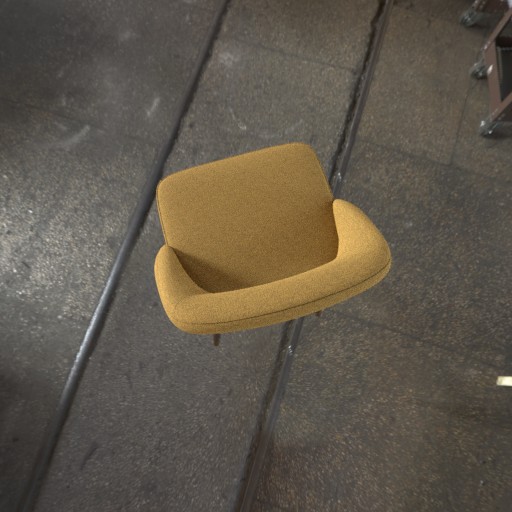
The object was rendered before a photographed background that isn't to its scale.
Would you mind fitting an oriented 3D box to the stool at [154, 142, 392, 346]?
[{"bbox_3d":[0.000,0.000,1.363,0.536,1.032,0.522,-15,75,-4],"label":"stool"}]
